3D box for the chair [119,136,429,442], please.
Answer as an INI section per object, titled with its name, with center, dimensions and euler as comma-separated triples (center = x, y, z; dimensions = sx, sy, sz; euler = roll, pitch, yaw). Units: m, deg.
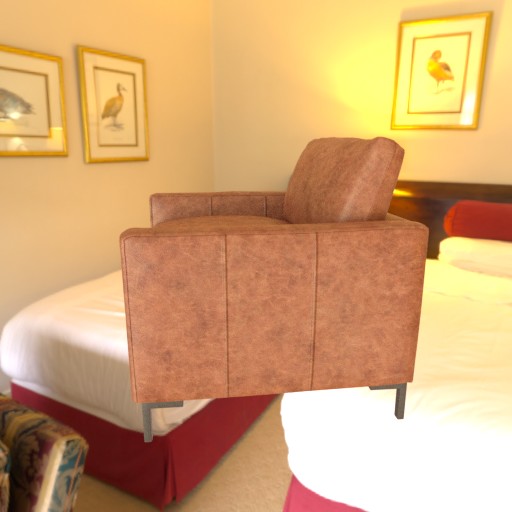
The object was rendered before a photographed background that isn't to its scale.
[chair]
center = 0.000, 0.000, 1.670
dimensions = 0.862, 0.869, 0.967
euler = -2, 15, -8
